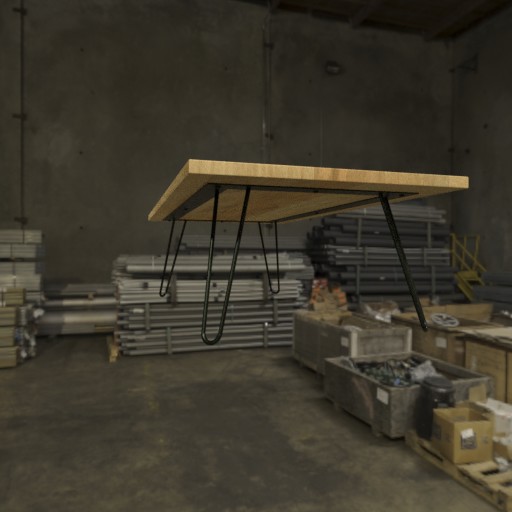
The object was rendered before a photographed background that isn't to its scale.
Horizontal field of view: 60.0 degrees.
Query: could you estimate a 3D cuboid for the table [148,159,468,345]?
[{"bbox_3d":[0.000,0.000,1.650,0.699,0.400,1.348,0,0,-17],"label":"table"}]
